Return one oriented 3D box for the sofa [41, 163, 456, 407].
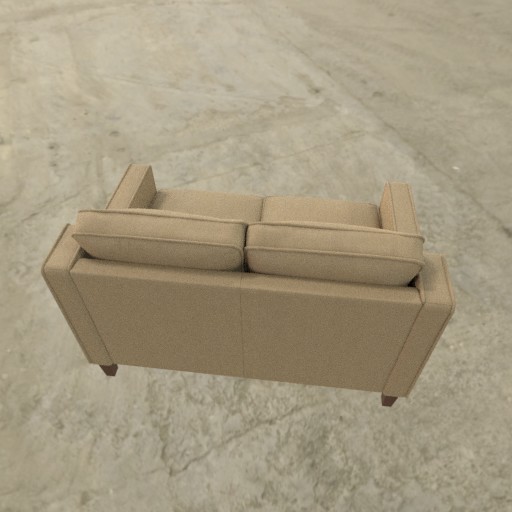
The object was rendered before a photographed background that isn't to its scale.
[{"bbox_3d":[0.000,0.000,2.154,1.501,0.971,0.987,5,46,5],"label":"sofa"}]
